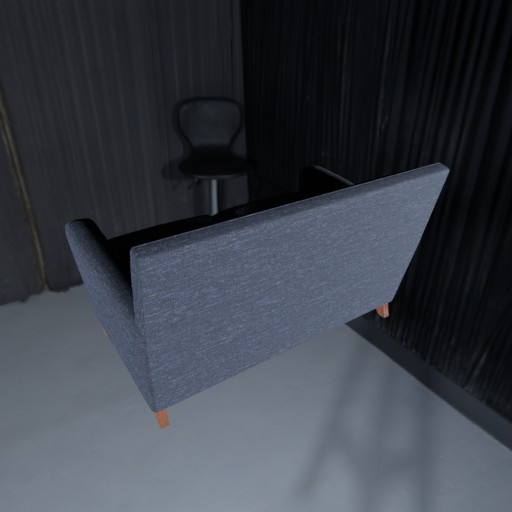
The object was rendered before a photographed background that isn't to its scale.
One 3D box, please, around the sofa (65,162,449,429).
[{"bbox_3d":[0.000,0.000,2.019,1.420,0.846,0.875,-18,34,-29],"label":"sofa"}]
